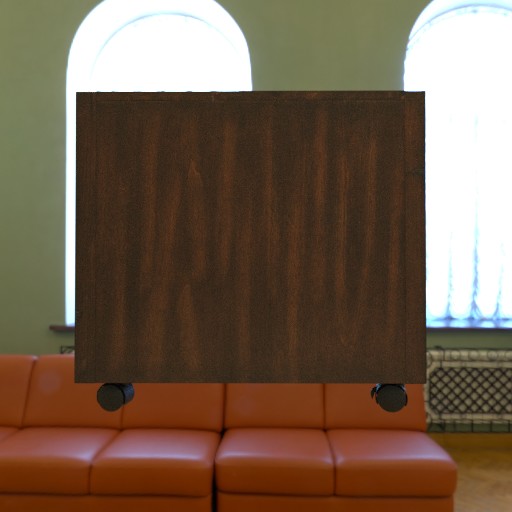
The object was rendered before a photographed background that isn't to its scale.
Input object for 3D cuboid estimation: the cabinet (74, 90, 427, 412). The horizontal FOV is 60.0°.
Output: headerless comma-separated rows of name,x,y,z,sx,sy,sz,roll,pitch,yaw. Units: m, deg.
cabinet,0.000,0.000,0.814,0.500,0.455,0.402,0,-1,0
